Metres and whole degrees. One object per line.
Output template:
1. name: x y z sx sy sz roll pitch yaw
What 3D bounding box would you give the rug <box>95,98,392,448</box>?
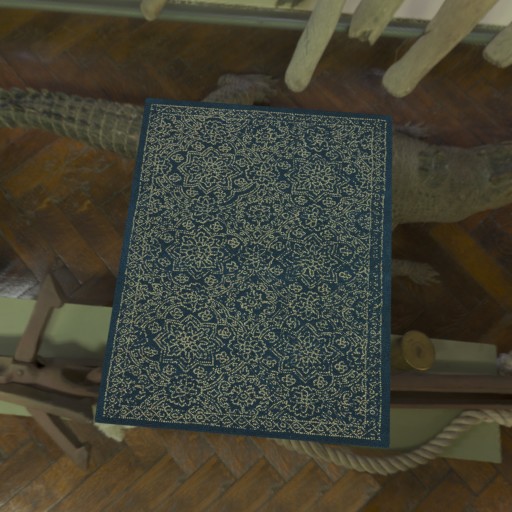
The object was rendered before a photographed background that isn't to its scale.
1. rug: 0.000 0.000 4.008 2.438 0.010 3.048 5 76 1
